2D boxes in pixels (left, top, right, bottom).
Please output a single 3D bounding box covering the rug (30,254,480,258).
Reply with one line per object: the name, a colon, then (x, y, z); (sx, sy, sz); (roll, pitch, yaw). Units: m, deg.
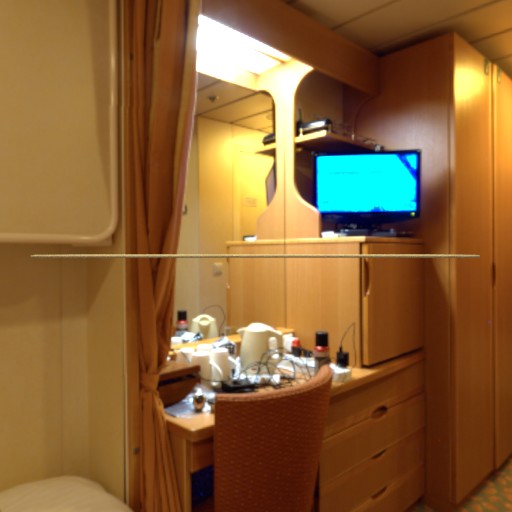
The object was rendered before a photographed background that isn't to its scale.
rug: (0.000, 0.000, 2.574); (2.276, 0.014, 0.678); (0, 0, -1)
